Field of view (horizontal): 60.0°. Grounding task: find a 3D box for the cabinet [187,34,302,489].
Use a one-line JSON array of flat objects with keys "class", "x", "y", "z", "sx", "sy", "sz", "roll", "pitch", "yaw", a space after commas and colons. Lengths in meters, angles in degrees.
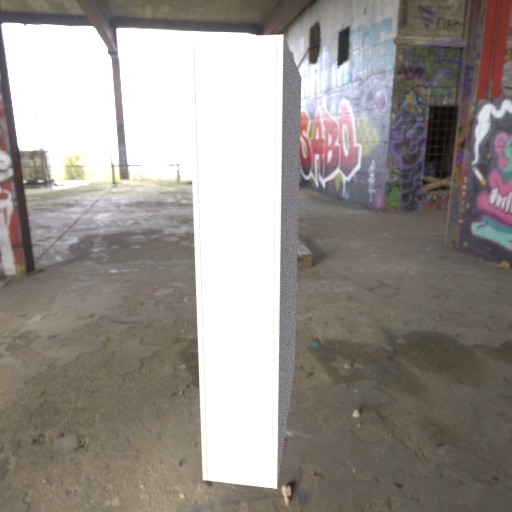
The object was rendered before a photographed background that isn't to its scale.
[{"class": "cabinet", "x": 0.000, "y": 0.000, "z": 1.582, "sx": 0.250, "sy": 1.280, "sz": 0.750, "roll": 2, "pitch": 15, "yaw": 9}]
